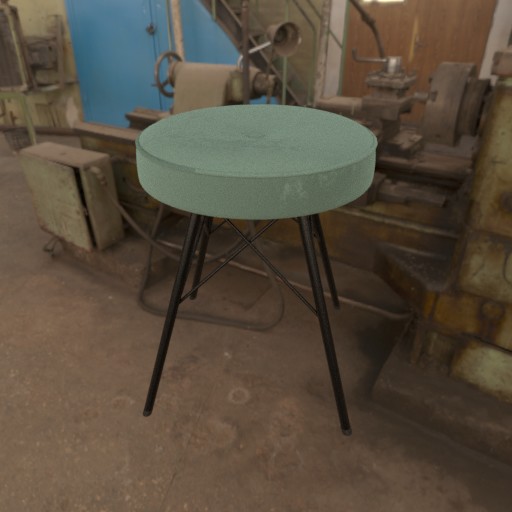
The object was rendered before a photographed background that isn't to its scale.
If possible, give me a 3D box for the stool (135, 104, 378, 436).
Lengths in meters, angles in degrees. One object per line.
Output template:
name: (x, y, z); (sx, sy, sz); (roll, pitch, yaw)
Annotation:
stool: (0.000, 0.000, 0.885); (0.458, 0.519, 0.457); (8, 31, 13)
